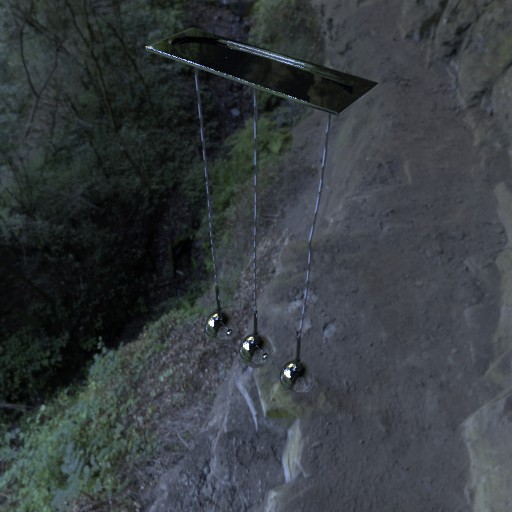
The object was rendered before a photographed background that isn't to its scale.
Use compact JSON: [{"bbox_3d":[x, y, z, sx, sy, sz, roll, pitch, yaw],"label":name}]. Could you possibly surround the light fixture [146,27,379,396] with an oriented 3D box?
[{"bbox_3d":[0.000,0.000,1.640,0.623,1.408,0.188,29,52,25],"label":"light fixture"}]
